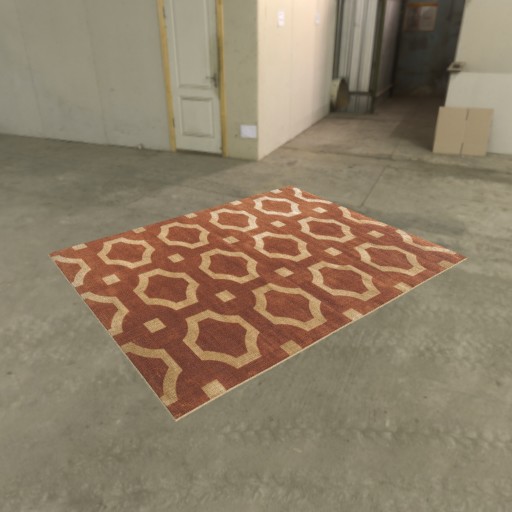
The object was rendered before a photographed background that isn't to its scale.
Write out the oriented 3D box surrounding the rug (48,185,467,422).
[{"bbox_3d":[0.000,0.000,4.134,3.049,0.021,2.466,-21,35,-32],"label":"rug"}]
